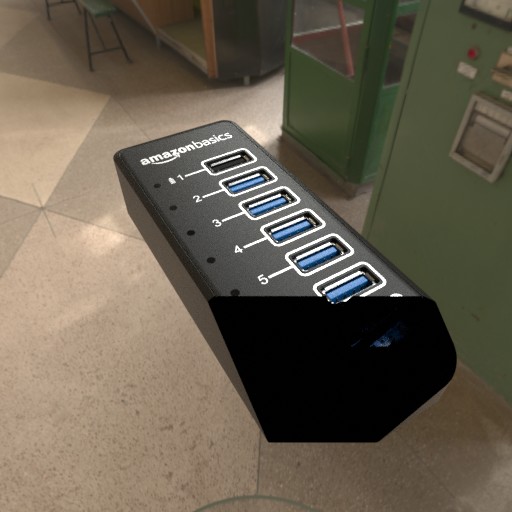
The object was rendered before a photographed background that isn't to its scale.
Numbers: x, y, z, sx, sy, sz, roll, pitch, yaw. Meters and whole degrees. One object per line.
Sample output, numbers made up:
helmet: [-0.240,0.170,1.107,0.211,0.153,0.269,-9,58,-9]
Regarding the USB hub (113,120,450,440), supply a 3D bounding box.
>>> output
USB hub: [0.000,0.000,0.125,0.044,0.023,0.110,-23,50,-21]
